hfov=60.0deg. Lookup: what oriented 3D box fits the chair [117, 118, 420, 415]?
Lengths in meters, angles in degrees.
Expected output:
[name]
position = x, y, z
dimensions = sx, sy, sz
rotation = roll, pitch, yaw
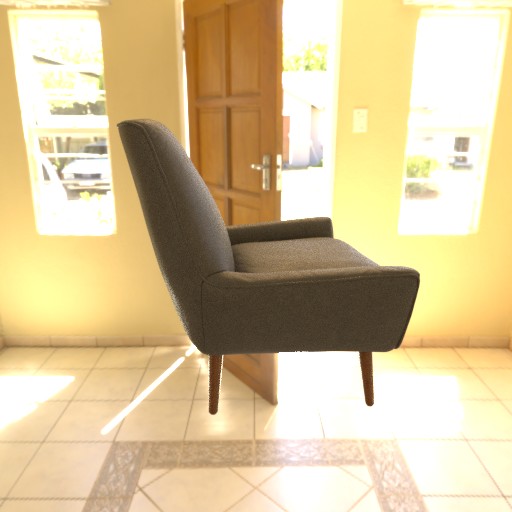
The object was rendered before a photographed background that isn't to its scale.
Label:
[chair]
position = 0.000, 0.000, 1.507
dimensions = 0.822, 0.888, 0.787
rotation = -3, 17, -9
